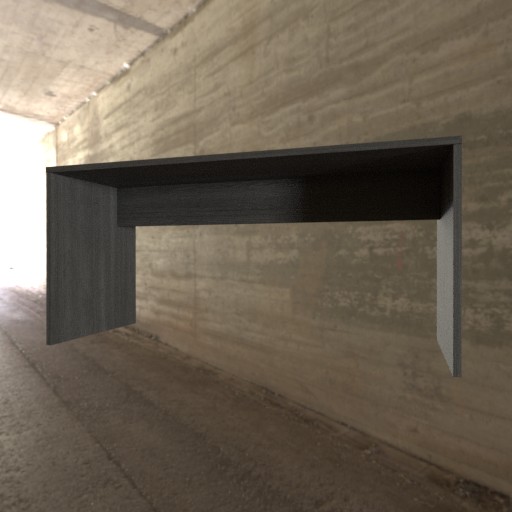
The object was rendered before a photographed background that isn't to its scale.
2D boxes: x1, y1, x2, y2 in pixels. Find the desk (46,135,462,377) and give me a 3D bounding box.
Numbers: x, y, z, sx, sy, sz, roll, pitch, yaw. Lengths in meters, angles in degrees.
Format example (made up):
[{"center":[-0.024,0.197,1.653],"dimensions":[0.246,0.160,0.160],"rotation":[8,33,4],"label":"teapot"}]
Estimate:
[{"center":[0.000,0.000,2.000],"dimensions":[1.600,0.750,0.802],"rotation":[0,0,18],"label":"desk"}]
